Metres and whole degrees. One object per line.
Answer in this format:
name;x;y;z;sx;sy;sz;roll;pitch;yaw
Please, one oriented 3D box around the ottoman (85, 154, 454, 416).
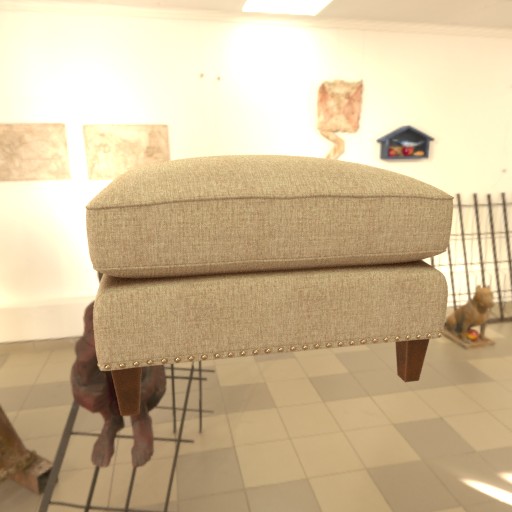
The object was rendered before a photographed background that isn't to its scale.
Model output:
ottoman;0.000;0.000;1.150;0.741;0.513;0.584;-3;14;-12
